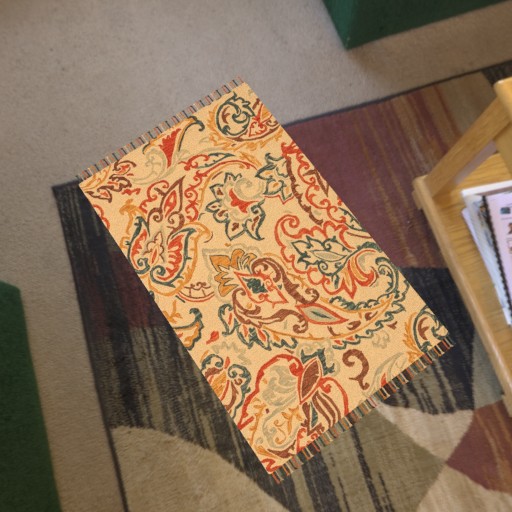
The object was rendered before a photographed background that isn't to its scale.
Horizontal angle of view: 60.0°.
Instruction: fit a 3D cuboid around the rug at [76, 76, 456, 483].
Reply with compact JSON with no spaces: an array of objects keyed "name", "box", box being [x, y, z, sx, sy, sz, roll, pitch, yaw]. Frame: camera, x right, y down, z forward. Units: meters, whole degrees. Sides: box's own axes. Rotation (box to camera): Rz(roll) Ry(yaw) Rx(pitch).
[{"name":"rug","box":[0.000,0.000,3.174,1.523,0.010,2.584,-35,78,-8]}]
